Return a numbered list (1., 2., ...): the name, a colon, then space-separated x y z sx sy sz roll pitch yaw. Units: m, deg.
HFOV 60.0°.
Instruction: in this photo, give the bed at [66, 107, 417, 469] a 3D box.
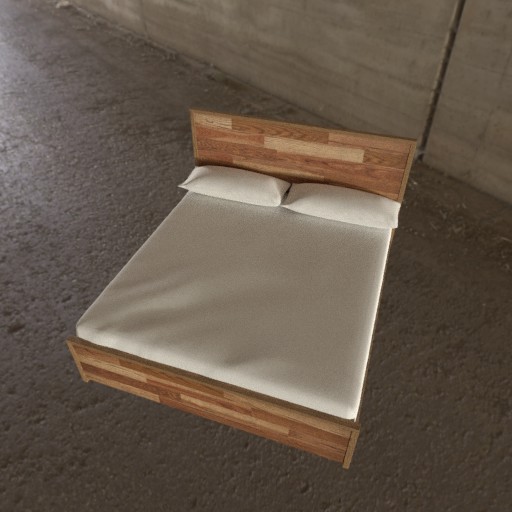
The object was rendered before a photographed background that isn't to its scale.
1. bed: 0.000 0.000 3.474 2.013 1.295 2.184 13 42 14
